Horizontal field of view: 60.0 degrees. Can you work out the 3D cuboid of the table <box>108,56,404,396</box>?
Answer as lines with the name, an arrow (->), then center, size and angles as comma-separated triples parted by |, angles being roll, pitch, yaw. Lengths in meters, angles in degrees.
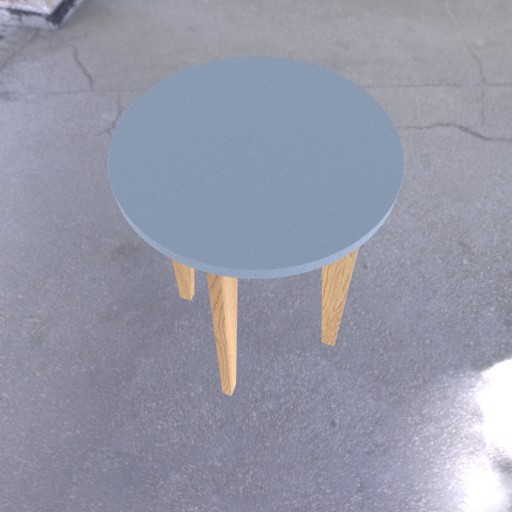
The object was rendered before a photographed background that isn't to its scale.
table -> 0.000, 0.000, 0.742 | 0.350, 0.500, 0.350 | 0, 58, 0
